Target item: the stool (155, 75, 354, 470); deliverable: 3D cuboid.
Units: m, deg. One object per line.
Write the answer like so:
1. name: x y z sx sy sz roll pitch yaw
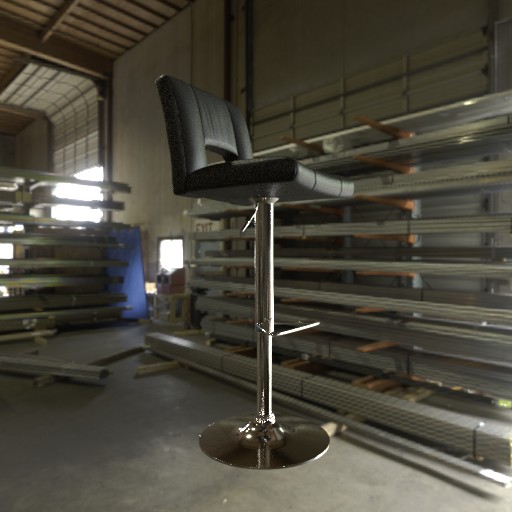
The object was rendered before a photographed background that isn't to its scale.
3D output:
1. stool: 0.000 0.000 1.418 0.520 1.151 0.415 0 0 35
